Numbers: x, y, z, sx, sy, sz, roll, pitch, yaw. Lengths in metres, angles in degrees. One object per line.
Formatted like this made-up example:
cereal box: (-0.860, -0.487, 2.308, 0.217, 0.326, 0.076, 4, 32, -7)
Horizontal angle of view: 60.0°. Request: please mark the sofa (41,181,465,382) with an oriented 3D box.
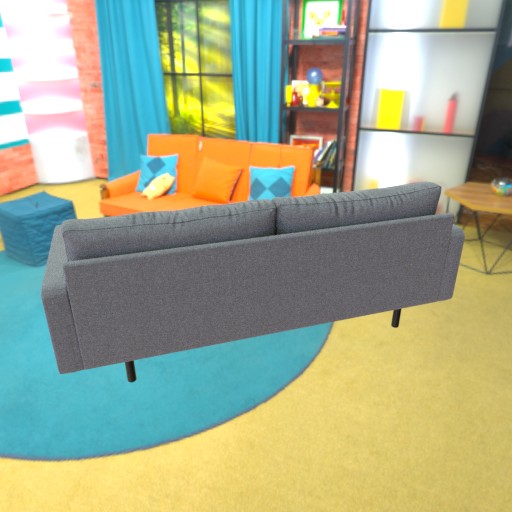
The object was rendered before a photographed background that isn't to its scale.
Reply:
sofa: (0.000, 0.000, 2.623, 2.200, 0.880, 0.880, -8, 27, -16)
